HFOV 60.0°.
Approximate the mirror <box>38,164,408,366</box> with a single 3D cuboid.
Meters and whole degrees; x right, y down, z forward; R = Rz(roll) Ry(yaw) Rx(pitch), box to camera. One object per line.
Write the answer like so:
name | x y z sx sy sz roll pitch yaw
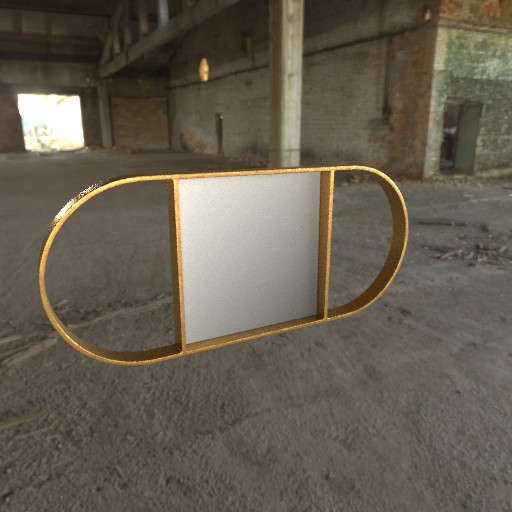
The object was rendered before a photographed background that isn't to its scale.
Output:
mirror | 0.000 0.000 0.658 0.584 0.254 0.032 -8 18 -26
